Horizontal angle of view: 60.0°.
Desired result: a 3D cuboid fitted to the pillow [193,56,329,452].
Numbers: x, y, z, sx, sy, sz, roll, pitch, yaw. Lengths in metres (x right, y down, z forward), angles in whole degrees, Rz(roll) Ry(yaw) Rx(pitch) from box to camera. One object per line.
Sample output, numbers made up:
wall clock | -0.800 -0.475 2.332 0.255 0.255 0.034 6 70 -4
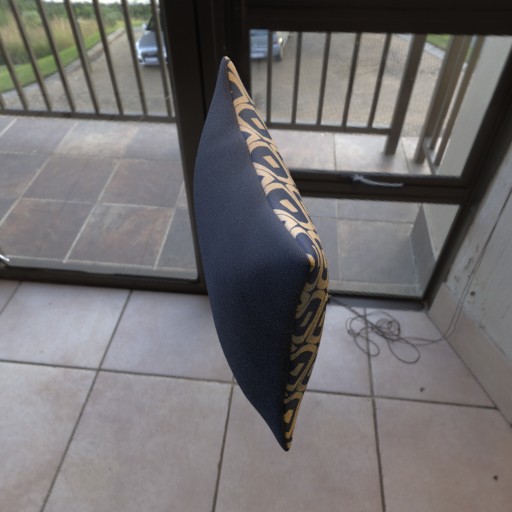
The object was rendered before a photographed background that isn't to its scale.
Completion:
pillow | 0.000 0.000 0.779 0.188 0.494 0.504 -9 47 -9
